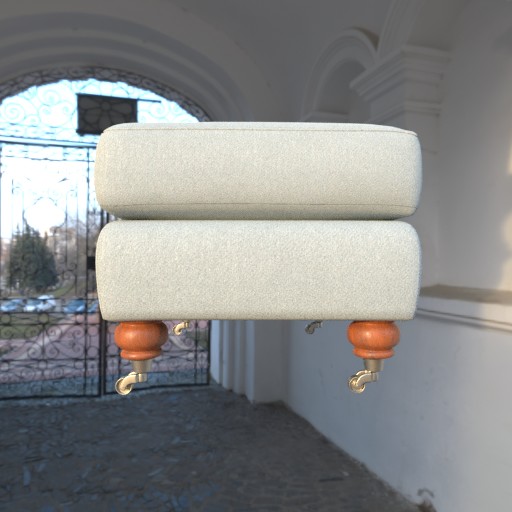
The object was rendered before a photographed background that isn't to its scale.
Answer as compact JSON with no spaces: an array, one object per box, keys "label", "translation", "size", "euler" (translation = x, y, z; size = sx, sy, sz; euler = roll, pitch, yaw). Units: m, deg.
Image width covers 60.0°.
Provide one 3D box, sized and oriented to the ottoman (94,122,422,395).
[{"label":"ottoman","translation":[0.000,0.000,1.105],"size":[0.569,0.499,0.773],"euler":[0,0,-1]}]
